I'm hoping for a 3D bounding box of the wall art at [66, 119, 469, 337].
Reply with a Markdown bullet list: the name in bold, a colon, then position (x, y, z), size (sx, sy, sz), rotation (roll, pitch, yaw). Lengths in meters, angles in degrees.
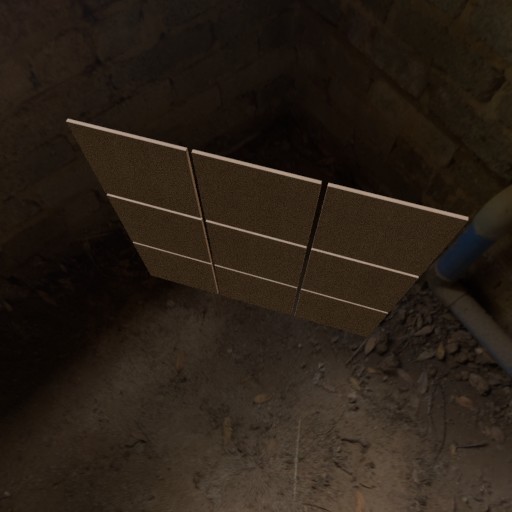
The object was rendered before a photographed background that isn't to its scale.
- **wall art**: position (0.000, 0.000, 1.843), size (1.219, 1.218, 0.013), rotation (15, 66, 7)
